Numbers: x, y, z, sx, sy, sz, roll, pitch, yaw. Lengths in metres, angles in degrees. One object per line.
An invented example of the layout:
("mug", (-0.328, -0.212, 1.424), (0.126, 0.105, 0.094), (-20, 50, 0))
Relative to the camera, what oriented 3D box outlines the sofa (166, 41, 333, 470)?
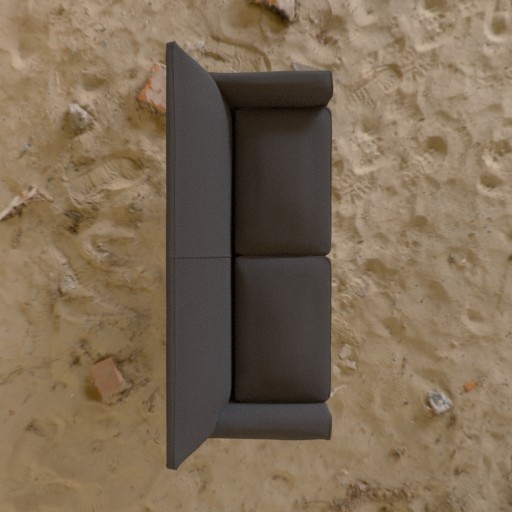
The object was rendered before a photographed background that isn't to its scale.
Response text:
("sofa", (0.000, 0.000, 2.498), (0.843, 0.907, 2.002), (0, 91, 0))
